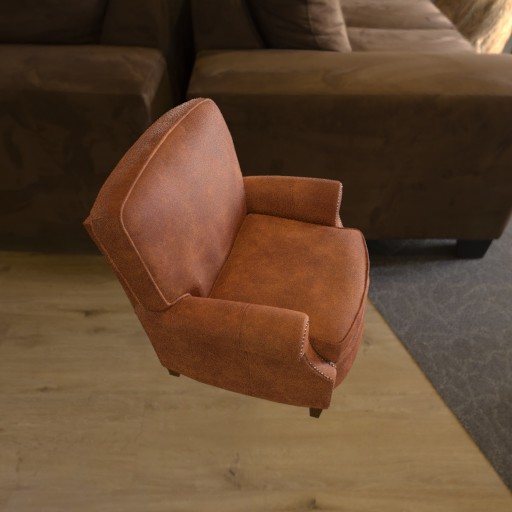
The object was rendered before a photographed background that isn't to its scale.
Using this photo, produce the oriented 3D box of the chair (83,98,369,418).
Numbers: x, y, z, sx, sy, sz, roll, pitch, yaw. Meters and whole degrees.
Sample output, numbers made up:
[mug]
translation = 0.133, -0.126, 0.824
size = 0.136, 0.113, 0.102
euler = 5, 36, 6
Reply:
[chair]
translation = 0.000, 0.000, 1.816
size = 0.986, 1.018, 0.936
euler = 11, 46, 11
